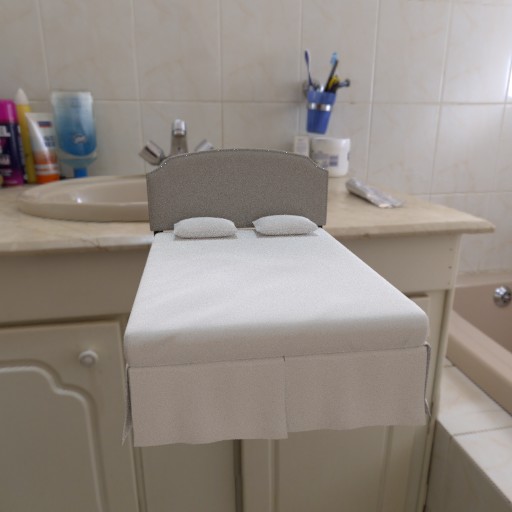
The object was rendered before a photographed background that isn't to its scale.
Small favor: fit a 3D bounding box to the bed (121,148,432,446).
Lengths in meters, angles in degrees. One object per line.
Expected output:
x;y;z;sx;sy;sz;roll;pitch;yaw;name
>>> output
0.000;0.000;2.906;1.558;1.270;1.999;-2;17;-8;bed
